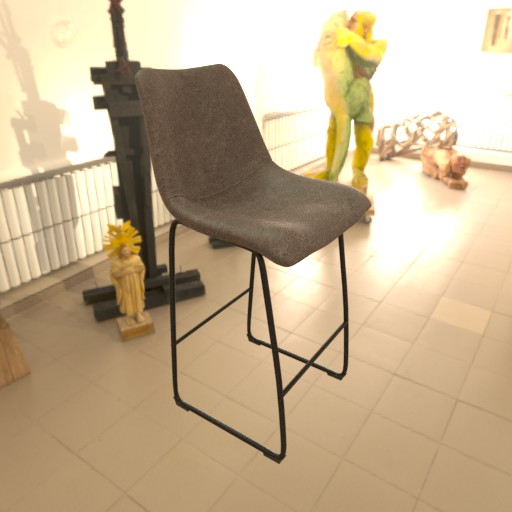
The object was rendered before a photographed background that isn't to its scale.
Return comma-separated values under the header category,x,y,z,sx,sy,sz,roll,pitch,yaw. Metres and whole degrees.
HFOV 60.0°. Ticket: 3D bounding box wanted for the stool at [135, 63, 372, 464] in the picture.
category,x,y,z,sx,sy,sz,roll,pitch,yaw
stool,0.000,0.000,1.390,0.561,1.082,0.514,17,31,30
